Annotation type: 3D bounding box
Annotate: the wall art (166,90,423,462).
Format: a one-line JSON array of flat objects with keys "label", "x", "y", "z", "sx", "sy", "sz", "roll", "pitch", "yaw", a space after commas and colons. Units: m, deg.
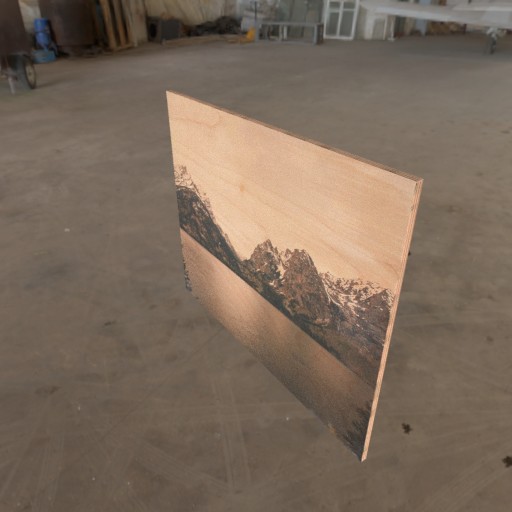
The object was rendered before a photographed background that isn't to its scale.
[{"label": "wall art", "x": 0.000, "y": 0.000, "z": 0.681, "sx": 0.010, "sy": 0.408, "sz": 0.508, "roll": -20, "pitch": 37, "yaw": -30}]
